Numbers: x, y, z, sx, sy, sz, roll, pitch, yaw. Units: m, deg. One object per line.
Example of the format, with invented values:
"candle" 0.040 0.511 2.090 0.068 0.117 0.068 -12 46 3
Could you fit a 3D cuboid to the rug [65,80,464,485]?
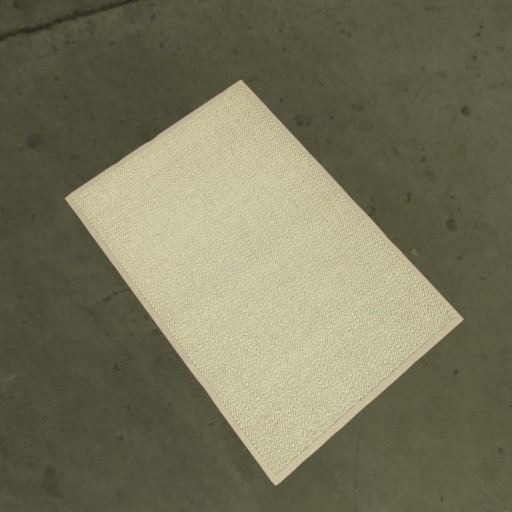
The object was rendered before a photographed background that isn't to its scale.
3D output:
"rug" 0.000 0.000 2.920 1.540 0.021 2.290 -37 77 -10
